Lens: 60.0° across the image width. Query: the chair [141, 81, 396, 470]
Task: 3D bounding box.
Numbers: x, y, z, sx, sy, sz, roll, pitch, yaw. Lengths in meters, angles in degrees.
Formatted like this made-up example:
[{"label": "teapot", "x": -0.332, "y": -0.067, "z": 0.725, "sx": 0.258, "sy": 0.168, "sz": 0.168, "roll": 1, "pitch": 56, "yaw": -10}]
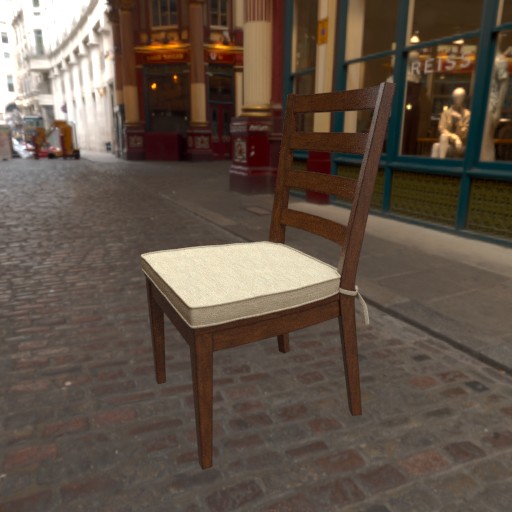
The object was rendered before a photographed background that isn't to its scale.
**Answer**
[{"label": "chair", "x": 0.000, "y": 0.000, "z": 1.358, "sx": 0.595, "sy": 0.979, "sz": 0.593, "roll": -8, "pitch": 18, "yaw": -25}]
